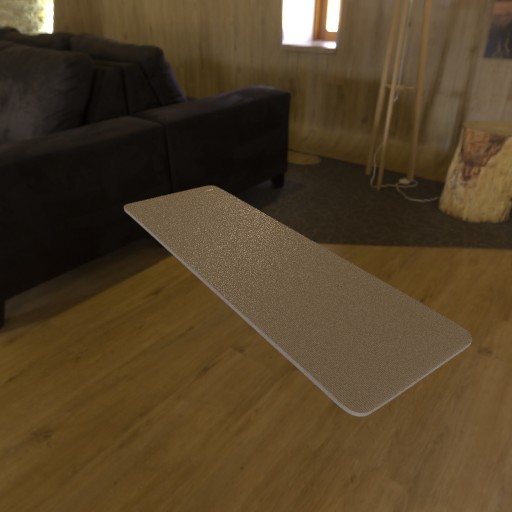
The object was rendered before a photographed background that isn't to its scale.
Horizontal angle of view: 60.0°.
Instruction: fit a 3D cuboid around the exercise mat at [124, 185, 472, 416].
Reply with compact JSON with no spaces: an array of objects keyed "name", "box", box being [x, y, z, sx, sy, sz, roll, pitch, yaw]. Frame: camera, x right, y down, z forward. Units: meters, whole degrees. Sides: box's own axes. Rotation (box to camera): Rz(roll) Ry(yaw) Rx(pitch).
[{"name":"exercise mat","box":[0.000,0.000,2.083,0.616,0.021,1.884,-19,35,-30]}]
